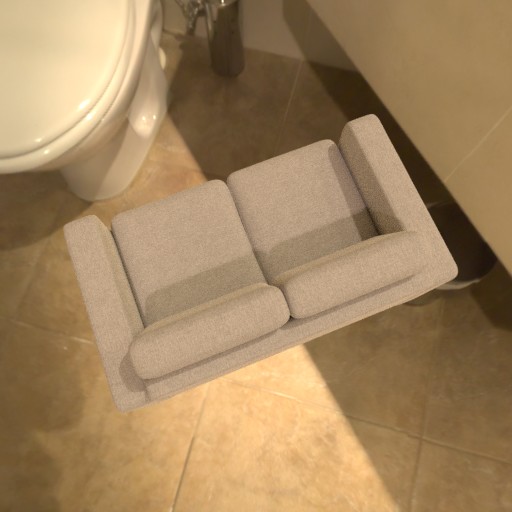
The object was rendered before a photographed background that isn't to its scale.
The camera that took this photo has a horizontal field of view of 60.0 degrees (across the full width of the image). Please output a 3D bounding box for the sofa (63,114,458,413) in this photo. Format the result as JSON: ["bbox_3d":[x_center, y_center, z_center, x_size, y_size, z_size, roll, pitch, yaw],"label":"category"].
[{"bbox_3d":[0.000,0.000,2.093,1.540,0.800,0.900,-21,76,-6],"label":"sofa"}]
